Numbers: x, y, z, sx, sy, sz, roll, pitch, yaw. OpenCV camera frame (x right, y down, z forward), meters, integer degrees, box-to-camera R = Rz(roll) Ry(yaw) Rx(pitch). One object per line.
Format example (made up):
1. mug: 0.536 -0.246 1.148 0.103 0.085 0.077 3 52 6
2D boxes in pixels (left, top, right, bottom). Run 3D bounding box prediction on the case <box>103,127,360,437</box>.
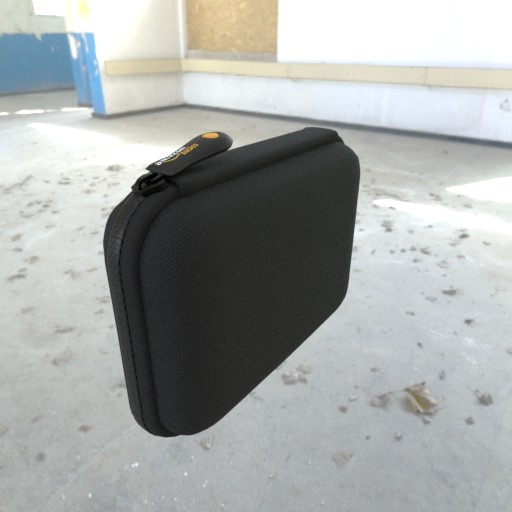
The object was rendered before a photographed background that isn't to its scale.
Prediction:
1. case: 0.000 0.000 0.180 0.038 0.105 0.132 19 32 32
